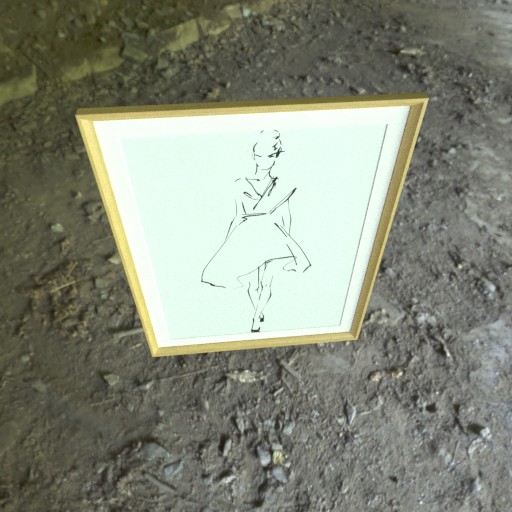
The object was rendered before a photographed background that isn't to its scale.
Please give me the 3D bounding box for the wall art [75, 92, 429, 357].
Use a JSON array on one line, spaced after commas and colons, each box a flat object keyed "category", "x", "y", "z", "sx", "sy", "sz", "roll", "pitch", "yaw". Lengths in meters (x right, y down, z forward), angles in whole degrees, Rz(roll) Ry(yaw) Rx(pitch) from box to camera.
[{"category": "wall art", "x": 0.000, "y": 0.000, "z": 1.367, "sx": 0.798, "sy": 1.002, "sz": 0.030, "roll": -4, "pitch": 46, "yaw": -4}]
